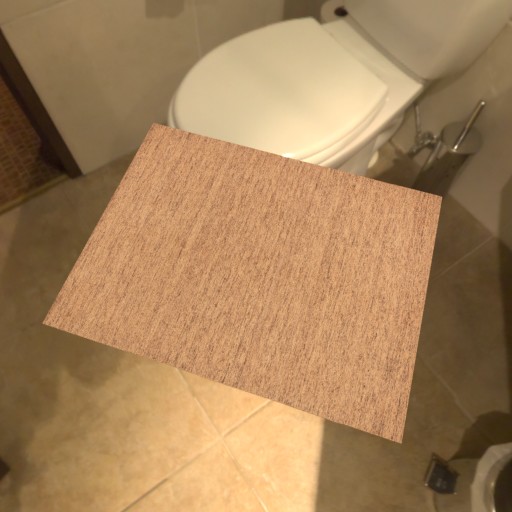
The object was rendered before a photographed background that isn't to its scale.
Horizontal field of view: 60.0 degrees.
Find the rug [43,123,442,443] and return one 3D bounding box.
[{"bbox_3d":[0.000,0.000,4.234,3.205,0.013,2.448,16,65,8],"label":"rug"}]
